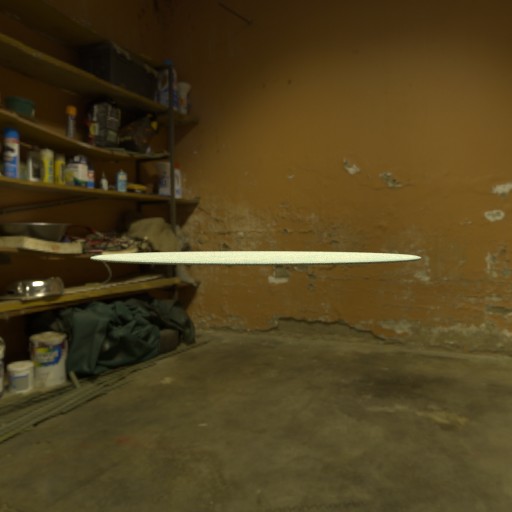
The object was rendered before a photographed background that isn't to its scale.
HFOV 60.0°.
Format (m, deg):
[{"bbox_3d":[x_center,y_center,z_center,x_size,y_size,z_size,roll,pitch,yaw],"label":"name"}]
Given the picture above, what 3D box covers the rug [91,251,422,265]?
[{"bbox_3d":[0.000,0.000,2.276,1.593,0.012,1.593,0,2,0],"label":"rug"}]
